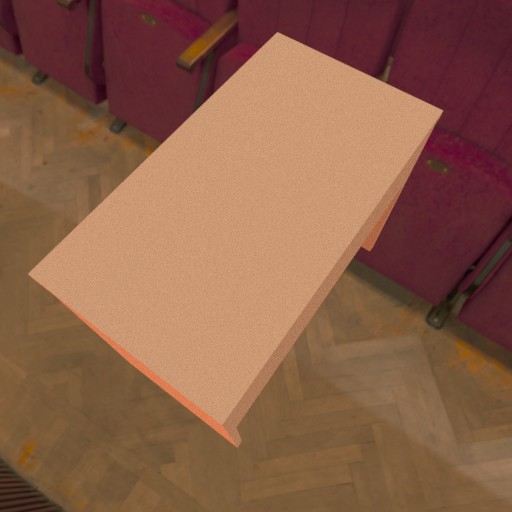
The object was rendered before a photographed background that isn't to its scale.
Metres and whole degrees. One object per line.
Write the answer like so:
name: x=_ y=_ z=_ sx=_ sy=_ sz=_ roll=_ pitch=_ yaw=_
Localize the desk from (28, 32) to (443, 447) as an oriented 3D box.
desk: x=0.000 y=0.000 z=1.326 sx=0.498 sy=0.729 sz=0.900 roll=33 pitch=68 yaw=15
